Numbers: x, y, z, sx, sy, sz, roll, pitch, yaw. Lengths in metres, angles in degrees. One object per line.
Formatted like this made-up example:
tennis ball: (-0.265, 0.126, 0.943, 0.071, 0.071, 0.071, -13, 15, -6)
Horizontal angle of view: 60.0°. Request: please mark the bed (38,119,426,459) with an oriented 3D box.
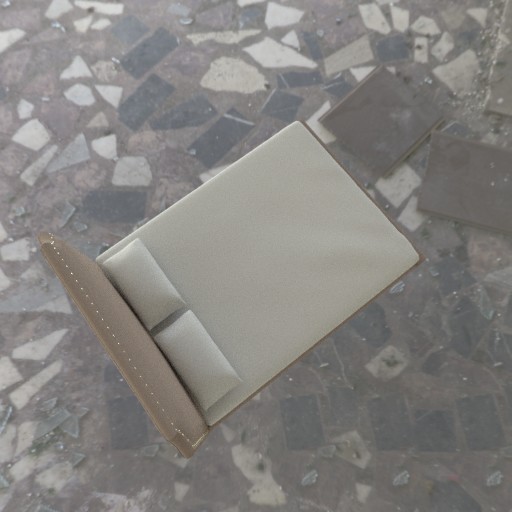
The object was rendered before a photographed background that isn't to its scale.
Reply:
bed: (0.000, 0.000, 3.476, 2.372, 1.443, 1.713, -36, 78, -9)
